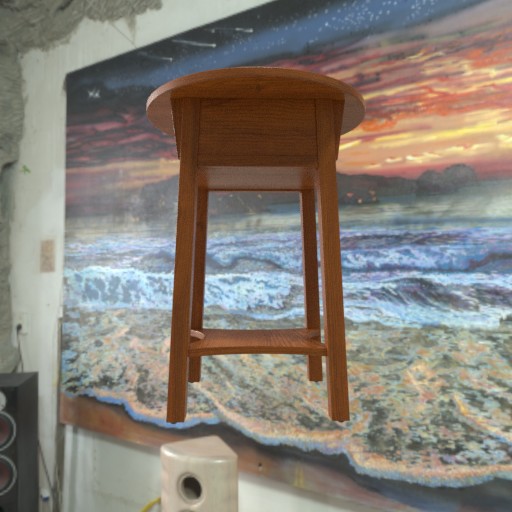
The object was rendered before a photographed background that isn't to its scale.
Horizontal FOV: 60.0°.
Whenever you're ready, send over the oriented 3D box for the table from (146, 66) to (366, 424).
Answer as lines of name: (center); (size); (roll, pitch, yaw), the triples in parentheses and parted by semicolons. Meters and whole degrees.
table: (0.000, 0.000, 0.945); (0.457, 0.610, 0.457); (0, -1, 0)
